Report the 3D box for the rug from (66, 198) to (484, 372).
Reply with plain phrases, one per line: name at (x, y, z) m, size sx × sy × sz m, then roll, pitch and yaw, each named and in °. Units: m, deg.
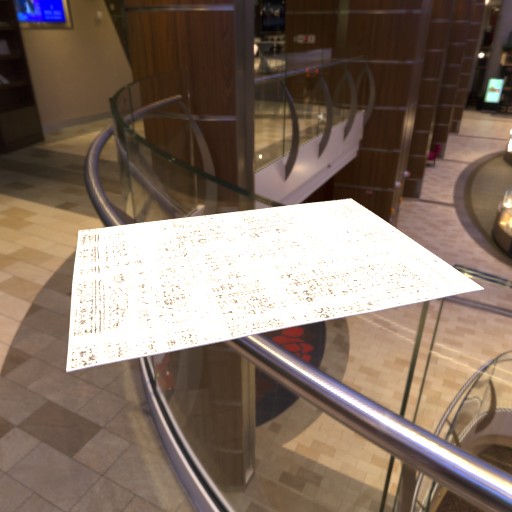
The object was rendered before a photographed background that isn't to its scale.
rug at (0.000, 0.000, 3.132) m, size 2.438 × 0.026 × 1.706 m, roll -8°, pitch 29°, yaw -16°
